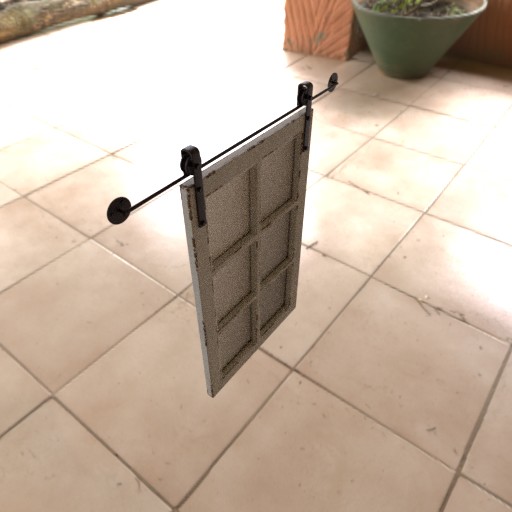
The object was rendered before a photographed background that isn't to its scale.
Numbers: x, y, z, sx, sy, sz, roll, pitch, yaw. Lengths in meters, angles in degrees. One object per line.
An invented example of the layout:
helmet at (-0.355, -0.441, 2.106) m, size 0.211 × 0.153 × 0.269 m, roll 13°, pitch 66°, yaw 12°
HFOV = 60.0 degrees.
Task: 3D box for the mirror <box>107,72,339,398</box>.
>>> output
mirror at (0.000, 0.000, 1.244) m, size 0.037 × 0.844 × 0.808 m, roll 27°, pitch 48°, yaw 27°
